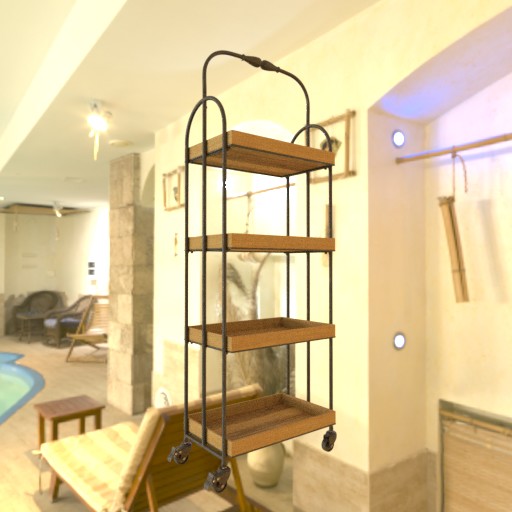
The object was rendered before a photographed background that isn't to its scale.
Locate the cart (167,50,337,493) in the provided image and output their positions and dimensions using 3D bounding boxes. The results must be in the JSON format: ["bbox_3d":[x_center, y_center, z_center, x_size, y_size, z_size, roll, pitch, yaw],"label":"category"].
[{"bbox_3d":[0.000,0.000,1.641,0.581,1.481,0.308,1,-1,-38],"label":"cart"}]
